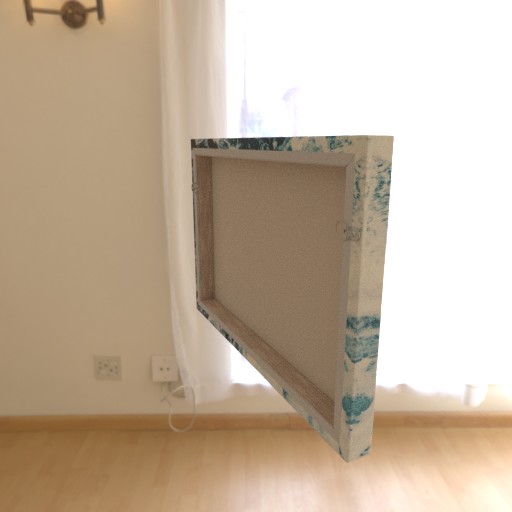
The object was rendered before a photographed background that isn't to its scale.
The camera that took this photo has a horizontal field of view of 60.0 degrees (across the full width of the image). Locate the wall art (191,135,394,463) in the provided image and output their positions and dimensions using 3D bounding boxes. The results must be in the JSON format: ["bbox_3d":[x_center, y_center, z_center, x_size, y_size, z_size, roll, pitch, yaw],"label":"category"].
[{"bbox_3d":[0.000,0.000,0.788,0.043,0.407,0.609,-7,16,-25],"label":"wall art"}]
